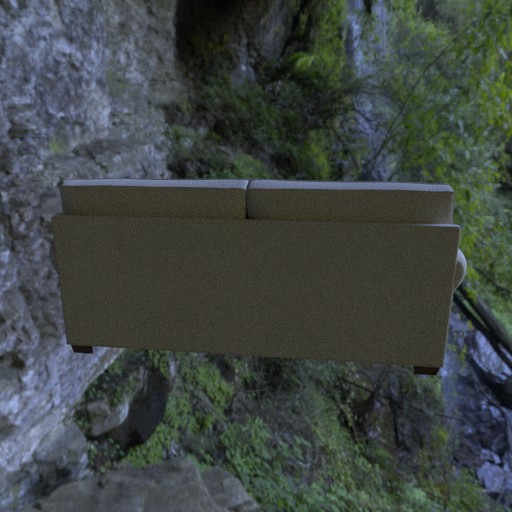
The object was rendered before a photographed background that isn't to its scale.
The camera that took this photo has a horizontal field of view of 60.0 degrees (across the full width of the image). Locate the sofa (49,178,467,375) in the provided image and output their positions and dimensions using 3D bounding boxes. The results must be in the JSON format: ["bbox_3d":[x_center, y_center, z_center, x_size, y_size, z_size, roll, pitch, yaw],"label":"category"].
[{"bbox_3d":[0.000,0.000,2.627,2.146,0.962,0.901,2,16,7],"label":"sofa"}]
